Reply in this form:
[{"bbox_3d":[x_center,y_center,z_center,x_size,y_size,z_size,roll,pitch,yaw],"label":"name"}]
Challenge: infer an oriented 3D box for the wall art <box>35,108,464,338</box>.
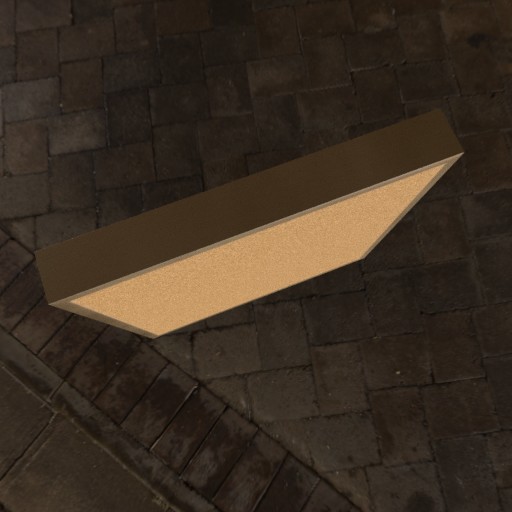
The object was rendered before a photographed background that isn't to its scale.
[{"bbox_3d":[0.000,0.000,0.454,0.305,0.303,0.038,-20,76,-5],"label":"wall art"}]
